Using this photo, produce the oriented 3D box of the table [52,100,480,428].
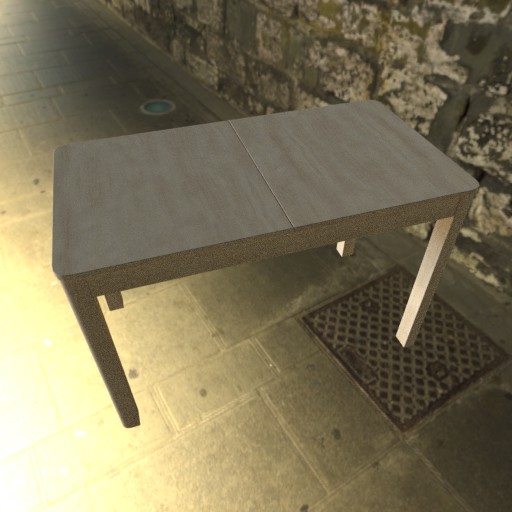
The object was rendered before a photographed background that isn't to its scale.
[{"bbox_3d":[0.000,0.000,1.916,1.400,0.900,0.750,-13,44,-13],"label":"table"}]
